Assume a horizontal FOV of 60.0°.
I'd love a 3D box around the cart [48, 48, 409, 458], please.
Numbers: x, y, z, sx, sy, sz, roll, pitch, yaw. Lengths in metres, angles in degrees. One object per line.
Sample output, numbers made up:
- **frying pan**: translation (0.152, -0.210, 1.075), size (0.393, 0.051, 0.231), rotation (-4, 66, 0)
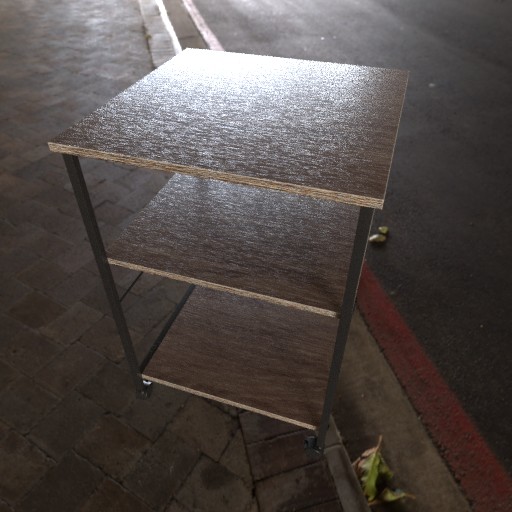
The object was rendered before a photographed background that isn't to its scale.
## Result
- **cart**: translation (0.000, 0.000, 1.073), size (0.521, 0.762, 0.520), rotation (12, 42, 14)
